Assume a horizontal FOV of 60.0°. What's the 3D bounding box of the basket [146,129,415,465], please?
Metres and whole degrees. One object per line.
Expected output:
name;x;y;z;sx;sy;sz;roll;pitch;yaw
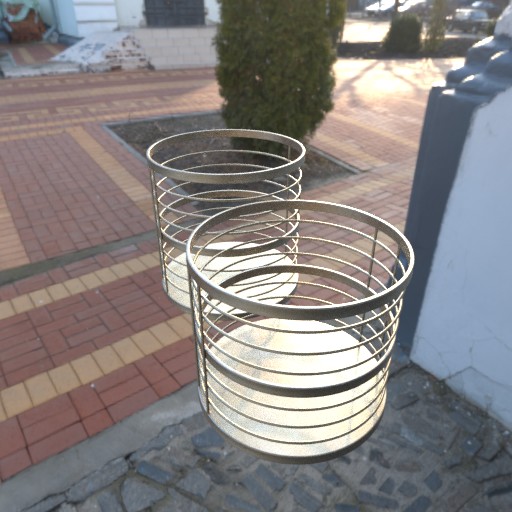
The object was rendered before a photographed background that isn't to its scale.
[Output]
basket;0.000;0.000;0.929;0.356;0.351;0.746;-10;31;-17
